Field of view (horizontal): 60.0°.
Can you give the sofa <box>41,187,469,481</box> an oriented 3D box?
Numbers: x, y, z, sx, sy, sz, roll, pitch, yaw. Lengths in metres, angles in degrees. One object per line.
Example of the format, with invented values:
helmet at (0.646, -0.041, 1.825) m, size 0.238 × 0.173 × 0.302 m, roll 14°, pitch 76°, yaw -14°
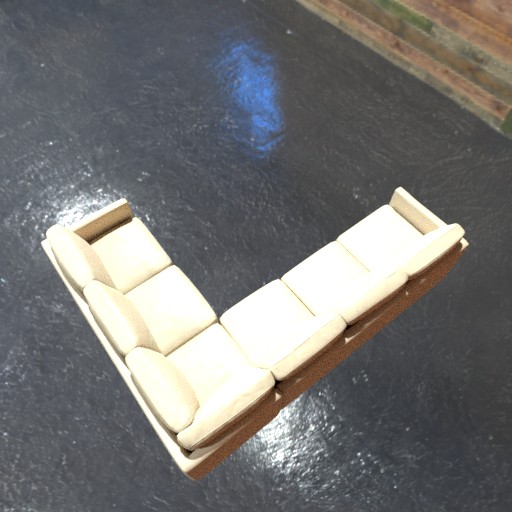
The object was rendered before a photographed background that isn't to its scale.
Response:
sofa at (0.000, 0.000, 4.451) m, size 3.302 × 0.947 × 2.593 m, roll -33°, pitch 64°, yaw -19°
